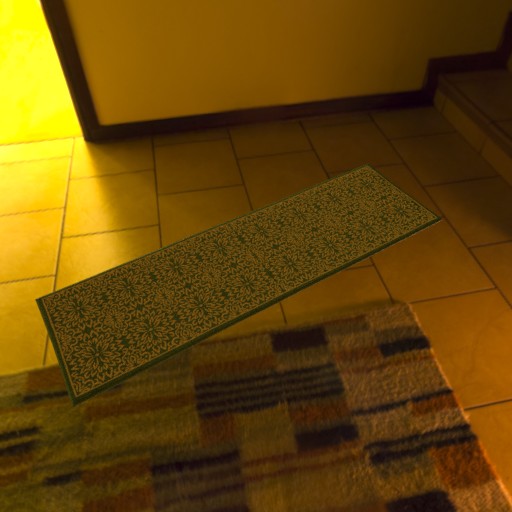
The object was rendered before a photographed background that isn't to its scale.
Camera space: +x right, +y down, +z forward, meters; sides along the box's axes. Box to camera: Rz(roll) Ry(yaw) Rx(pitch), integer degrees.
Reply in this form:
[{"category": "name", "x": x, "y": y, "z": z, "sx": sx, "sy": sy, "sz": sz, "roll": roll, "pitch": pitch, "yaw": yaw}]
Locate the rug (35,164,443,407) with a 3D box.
[{"category": "rug", "x": 0.000, "y": 0.000, "z": 2.424, "sx": 2.196, "sy": 0.011, "sz": 0.662, "roll": -24, "pitch": 52, "yaw": -21}]
